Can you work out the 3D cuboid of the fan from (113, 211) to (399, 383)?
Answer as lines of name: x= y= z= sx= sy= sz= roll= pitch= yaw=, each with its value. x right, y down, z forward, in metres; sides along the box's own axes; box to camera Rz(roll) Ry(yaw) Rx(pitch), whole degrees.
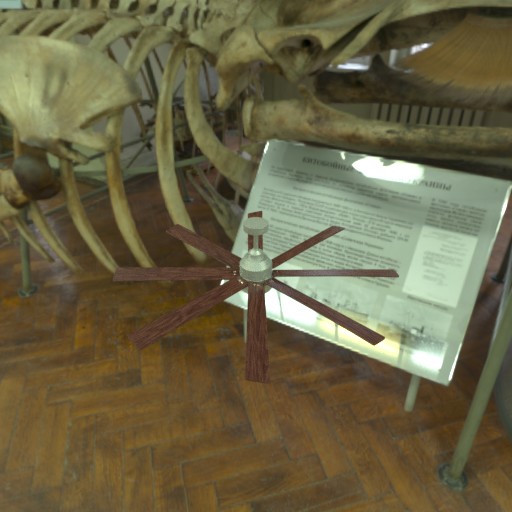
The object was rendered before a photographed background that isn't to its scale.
fan: x=0.000 y=0.000 z=2.804 sx=1.830 sy=0.472 sz=1.830 roll=0 pitch=31 yaw=0
